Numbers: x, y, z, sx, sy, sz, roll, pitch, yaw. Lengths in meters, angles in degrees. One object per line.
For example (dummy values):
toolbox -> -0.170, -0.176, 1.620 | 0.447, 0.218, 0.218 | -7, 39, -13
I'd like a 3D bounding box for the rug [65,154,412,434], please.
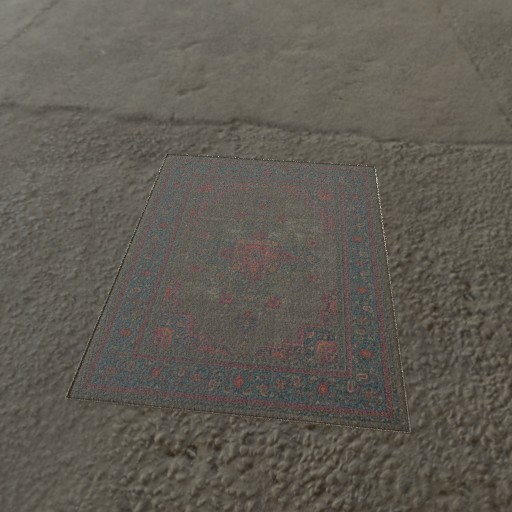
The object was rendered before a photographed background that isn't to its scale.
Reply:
rug -> 0.000, 0.000, 4.111 | 2.434, 0.013, 3.057 | 4, 47, 4
